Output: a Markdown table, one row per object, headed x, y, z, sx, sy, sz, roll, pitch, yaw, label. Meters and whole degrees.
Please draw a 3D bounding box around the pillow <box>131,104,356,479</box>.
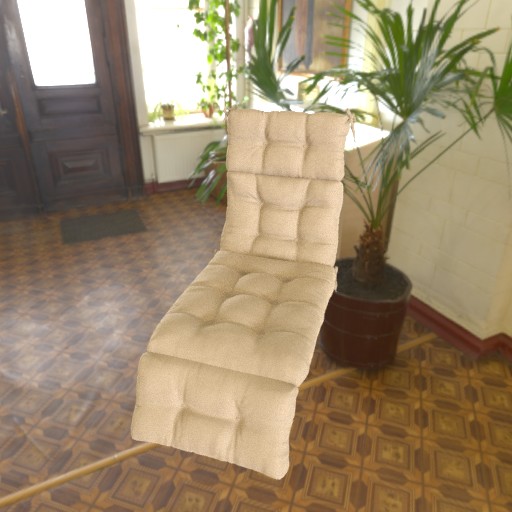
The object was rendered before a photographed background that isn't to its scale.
| x | y | z | sx | sy | sz | roll | pitch | yaw | label |
| --- | --- | --- | --- | --- | --- | --- | --- | --- | --- |
| 0.000 | 0.000 | 1.507 | 0.526 | 0.863 | 1.016 | 8 | 28 | 15 | pillow |
